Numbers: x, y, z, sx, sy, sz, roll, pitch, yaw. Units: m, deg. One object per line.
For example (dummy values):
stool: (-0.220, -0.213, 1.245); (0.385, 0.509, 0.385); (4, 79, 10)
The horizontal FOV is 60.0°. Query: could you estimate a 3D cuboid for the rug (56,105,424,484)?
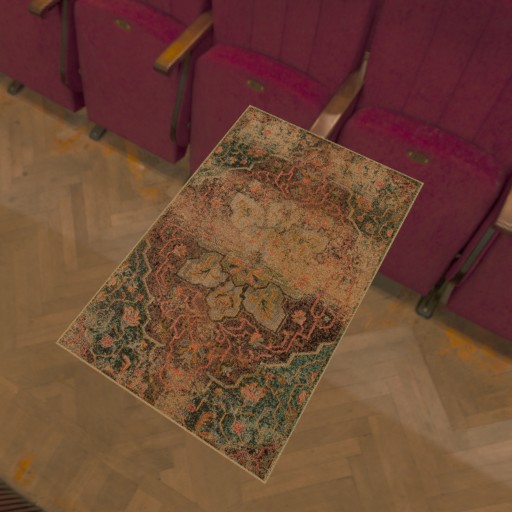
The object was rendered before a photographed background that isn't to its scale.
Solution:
rug: (0.000, 0.000, 3.045); (1.566, 0.004, 2.363); (29, 67, 14)
